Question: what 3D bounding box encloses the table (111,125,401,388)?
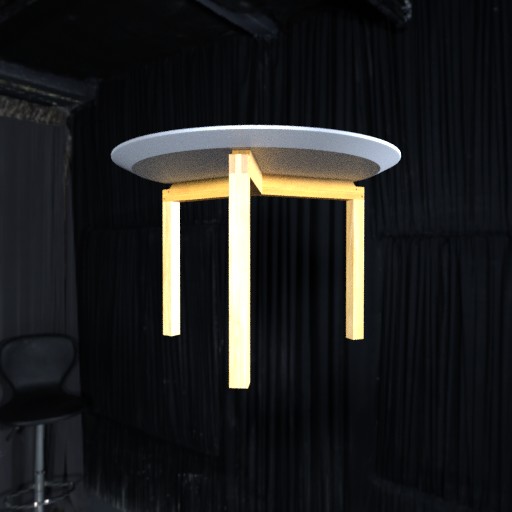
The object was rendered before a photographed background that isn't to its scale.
[{"bbox_3d":[0.000,0.000,0.970,0.600,0.405,0.600,0,1,0],"label":"table"}]
